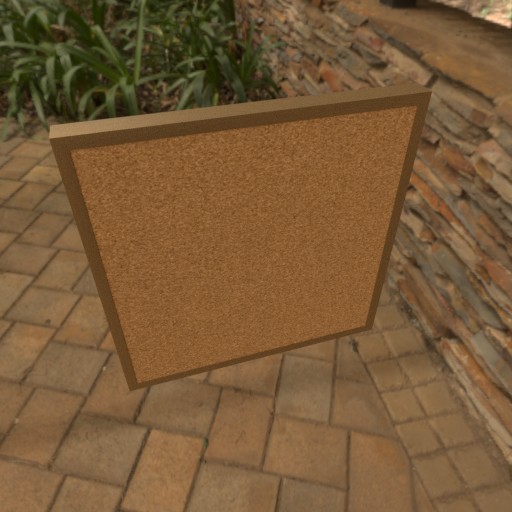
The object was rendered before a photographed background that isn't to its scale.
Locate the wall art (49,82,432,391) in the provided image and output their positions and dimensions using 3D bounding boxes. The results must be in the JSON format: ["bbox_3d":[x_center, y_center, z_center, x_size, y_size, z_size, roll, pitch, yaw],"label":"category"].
[{"bbox_3d":[0.000,0.000,0.744,0.510,0.509,0.037,-11,41,-13],"label":"wall art"}]
